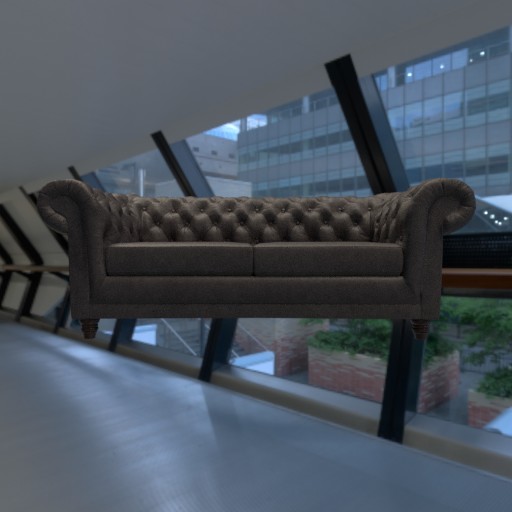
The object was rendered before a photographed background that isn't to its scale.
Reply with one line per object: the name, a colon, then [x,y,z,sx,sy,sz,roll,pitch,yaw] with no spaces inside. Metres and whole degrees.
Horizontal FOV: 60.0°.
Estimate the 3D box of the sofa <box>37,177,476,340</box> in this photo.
sofa: [0.000,0.000,2.498,2.048,0.779,0.944,0,0,1]
